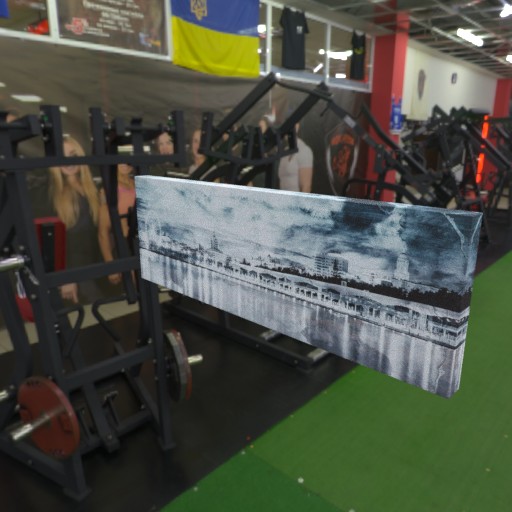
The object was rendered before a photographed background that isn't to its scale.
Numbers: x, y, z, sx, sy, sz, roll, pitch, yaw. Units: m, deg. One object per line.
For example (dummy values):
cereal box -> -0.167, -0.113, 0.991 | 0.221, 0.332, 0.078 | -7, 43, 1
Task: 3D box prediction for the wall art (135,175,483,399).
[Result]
wall art -> 0.000, 0.000, 0.833 | 0.759, 0.251, 0.037 | 14, 21, 42
